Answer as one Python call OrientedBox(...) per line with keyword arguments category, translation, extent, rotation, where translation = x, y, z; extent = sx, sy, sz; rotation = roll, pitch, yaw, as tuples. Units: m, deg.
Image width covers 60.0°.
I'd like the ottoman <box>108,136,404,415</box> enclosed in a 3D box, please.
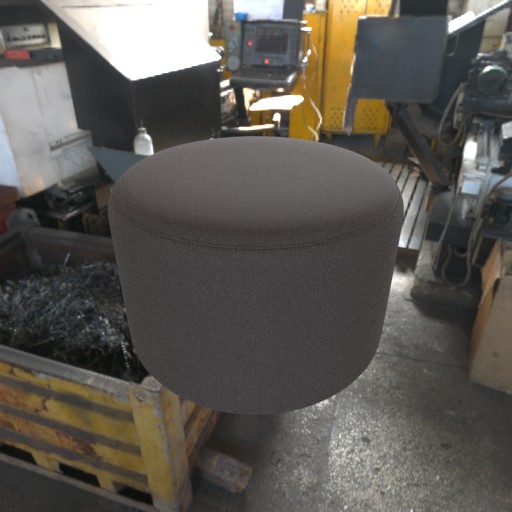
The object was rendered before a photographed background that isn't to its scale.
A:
OrientedBox(category="ottoman", translation=(0.000, 0.000, 1.021), extent=(0.608, 0.433, 0.608), rotation=(0, 31, 0))
